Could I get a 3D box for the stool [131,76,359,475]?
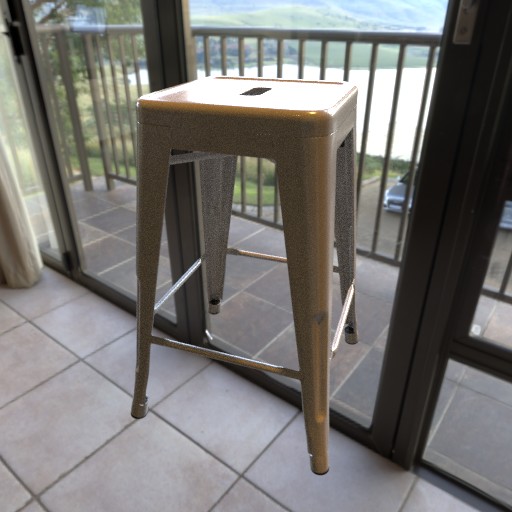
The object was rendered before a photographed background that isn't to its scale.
[{"bbox_3d":[0.000,0.000,0.856,0.406,0.610,0.406,10,30,17],"label":"stool"}]
